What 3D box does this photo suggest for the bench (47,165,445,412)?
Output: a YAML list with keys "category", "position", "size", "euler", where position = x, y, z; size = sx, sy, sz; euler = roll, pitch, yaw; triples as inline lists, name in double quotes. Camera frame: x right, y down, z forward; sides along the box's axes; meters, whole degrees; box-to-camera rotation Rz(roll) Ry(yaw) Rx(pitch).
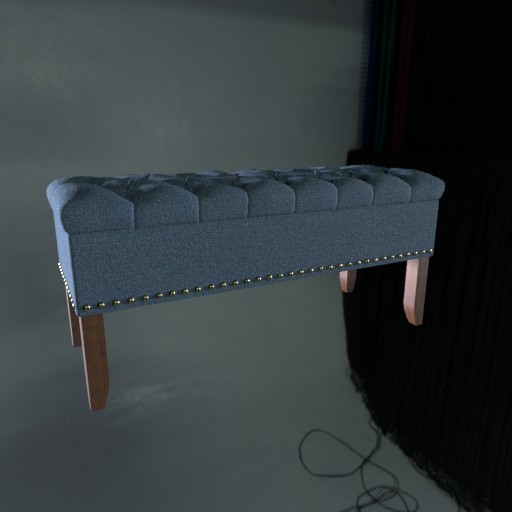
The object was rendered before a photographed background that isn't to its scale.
- category: "bench"
  position: [0.000, 0.000, 1.295]
  size: [1.052, 0.492, 0.417]
  euler: [-8, 17, -27]
